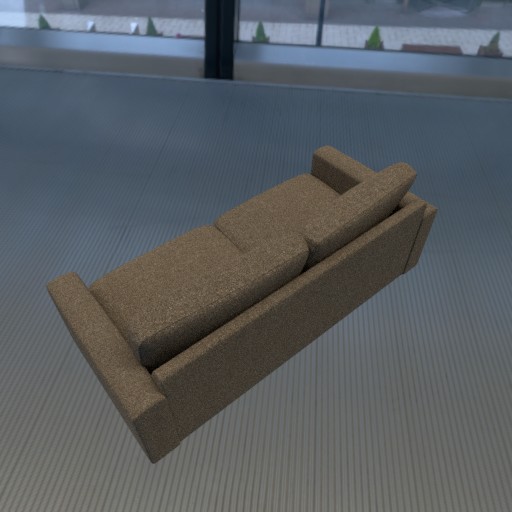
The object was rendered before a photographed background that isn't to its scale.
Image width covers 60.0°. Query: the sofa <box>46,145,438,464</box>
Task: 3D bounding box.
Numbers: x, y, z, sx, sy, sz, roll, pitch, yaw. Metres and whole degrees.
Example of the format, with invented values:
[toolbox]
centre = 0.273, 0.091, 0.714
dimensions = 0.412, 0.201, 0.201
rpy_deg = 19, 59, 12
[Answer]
[sofa]
centre = 0.000, 0.000, 2.692
dimensions = 2.179, 0.873, 1.016
rpy_deg = -31, 53, -26
